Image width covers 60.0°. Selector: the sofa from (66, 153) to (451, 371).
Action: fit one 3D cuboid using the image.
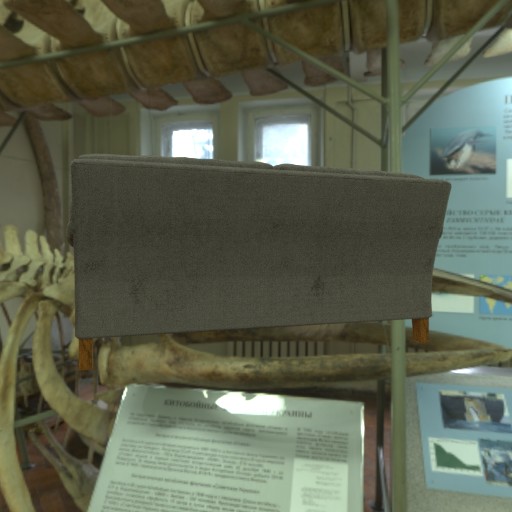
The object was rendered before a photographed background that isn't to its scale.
[{"bbox_3d":[0.000,0.000,2.805,2.165,1.087,1.086,0,1,-18],"label":"sofa"}]
